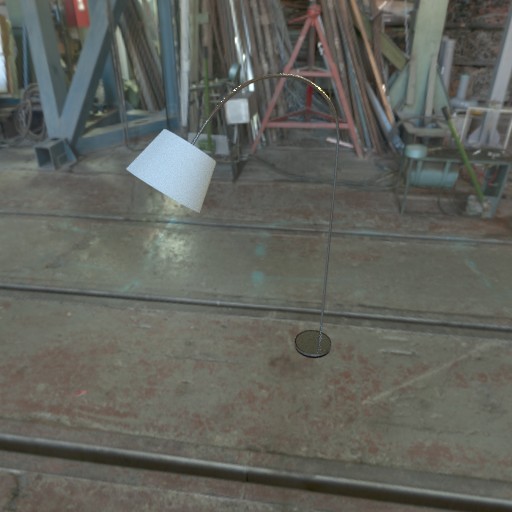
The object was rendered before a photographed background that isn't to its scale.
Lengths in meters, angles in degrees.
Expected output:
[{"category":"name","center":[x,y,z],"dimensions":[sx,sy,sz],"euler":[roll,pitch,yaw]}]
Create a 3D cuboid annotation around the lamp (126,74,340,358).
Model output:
[{"category":"lamp","center":[0.000,0.000,2.759],"dimensions":[1.445,2.098,0.406],"euler":[-21,37,-32]}]
